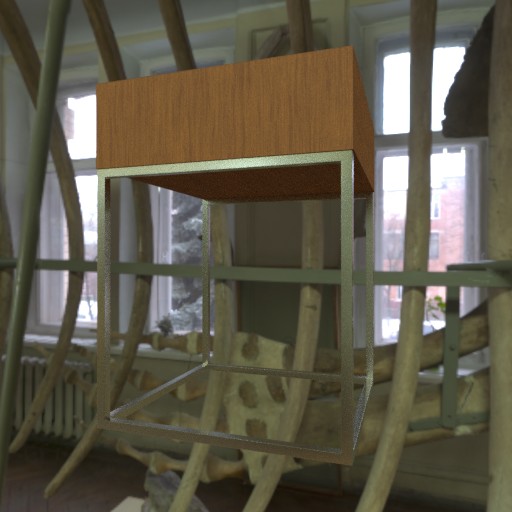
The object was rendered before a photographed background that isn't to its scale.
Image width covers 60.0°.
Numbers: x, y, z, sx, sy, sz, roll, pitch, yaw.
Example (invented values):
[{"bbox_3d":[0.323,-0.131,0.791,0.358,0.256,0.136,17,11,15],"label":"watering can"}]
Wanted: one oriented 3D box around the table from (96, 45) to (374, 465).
[{"bbox_3d":[0.000,0.000,0.820,0.398,0.540,0.397,0,0,19],"label":"table"}]
